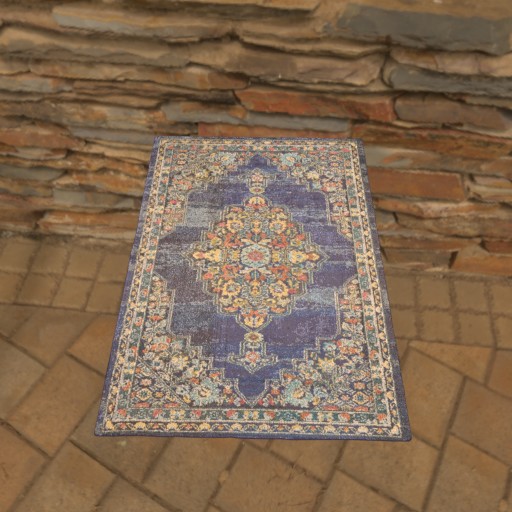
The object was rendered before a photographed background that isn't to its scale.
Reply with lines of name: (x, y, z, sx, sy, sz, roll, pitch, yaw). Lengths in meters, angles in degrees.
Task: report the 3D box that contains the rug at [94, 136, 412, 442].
rug: (0.000, 0.000, 2.866, 1.630, 0.009, 2.232, 1, 57, 1)
